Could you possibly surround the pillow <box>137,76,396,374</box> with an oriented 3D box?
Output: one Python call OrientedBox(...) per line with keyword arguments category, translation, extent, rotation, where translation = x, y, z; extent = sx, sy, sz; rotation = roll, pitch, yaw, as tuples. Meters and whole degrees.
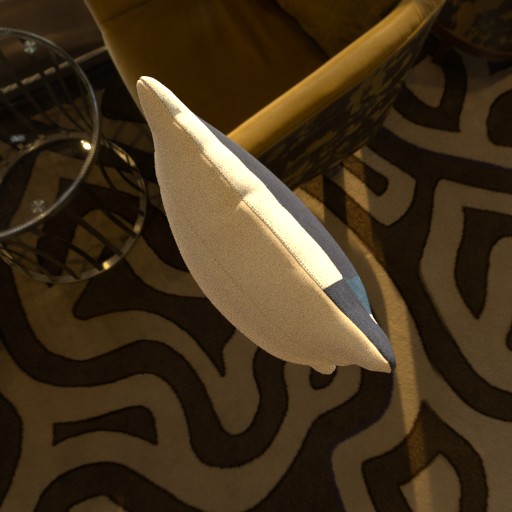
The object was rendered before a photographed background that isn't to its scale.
OrientedBox(category="pillow", translation=(0.000, 0.000, 0.804), extent=(0.229, 0.506, 0.536), rotation=(-39, 79, -9))
